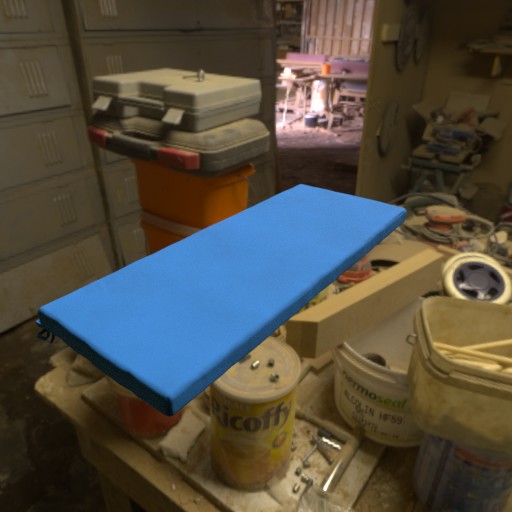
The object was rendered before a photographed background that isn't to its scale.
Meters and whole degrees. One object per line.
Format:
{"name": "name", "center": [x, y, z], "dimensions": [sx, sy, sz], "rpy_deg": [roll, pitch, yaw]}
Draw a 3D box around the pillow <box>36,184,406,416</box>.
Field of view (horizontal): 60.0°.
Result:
{"name": "pillow", "center": [0.000, 0.000, 1.327], "dimensions": [0.492, 0.081, 1.187], "rpy_deg": [20, 34, 33]}
